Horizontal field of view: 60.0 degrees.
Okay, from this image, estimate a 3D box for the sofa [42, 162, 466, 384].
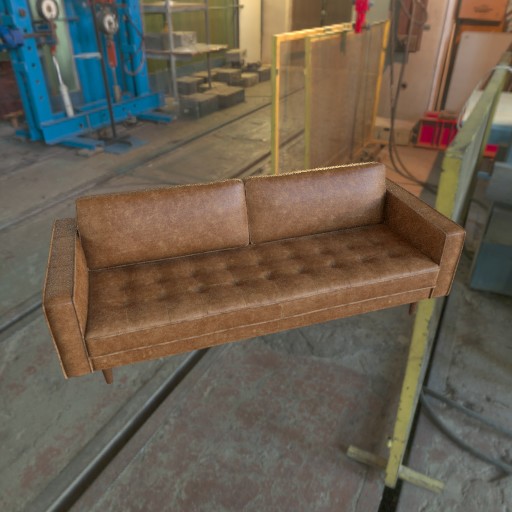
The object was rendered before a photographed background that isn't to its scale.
[{"bbox_3d":[0.000,0.000,2.580,2.199,0.779,0.886,-10,33,-15],"label":"sofa"}]
